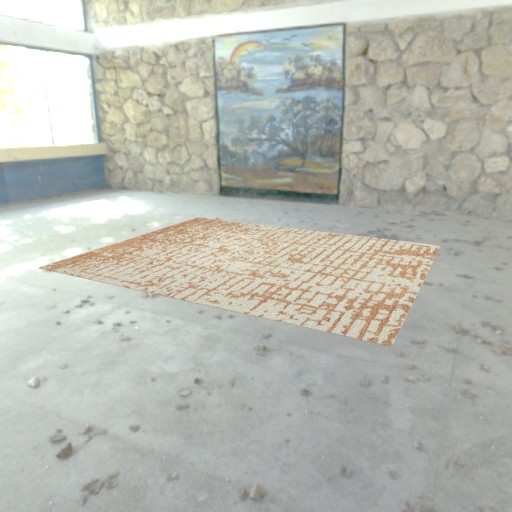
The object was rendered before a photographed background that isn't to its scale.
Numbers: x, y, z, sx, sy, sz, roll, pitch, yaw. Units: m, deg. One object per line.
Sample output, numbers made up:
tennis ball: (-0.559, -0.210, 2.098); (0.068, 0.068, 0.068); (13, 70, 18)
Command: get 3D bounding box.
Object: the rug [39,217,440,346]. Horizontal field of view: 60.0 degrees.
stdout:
rug: (0.000, 0.000, 4.254); (3.050, 0.011, 2.441); (9, 19, 27)
